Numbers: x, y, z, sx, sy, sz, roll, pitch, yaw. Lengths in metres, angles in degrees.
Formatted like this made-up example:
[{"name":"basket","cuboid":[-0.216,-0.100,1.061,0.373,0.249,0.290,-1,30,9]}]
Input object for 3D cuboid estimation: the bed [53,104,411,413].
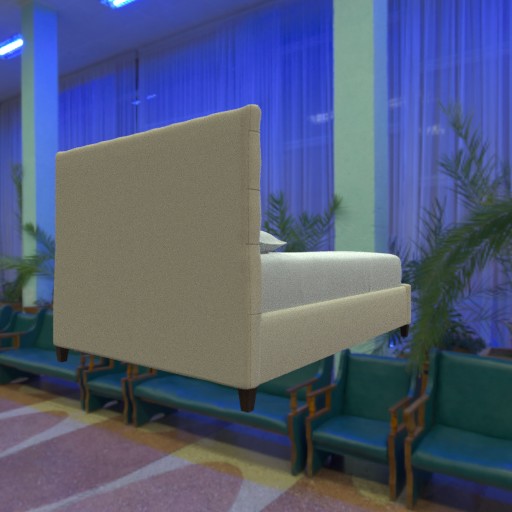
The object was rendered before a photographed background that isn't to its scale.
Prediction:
[{"name":"bed","cuboid":[0.000,0.000,3.460,1.698,1.427,2.387,0,0,36]}]
